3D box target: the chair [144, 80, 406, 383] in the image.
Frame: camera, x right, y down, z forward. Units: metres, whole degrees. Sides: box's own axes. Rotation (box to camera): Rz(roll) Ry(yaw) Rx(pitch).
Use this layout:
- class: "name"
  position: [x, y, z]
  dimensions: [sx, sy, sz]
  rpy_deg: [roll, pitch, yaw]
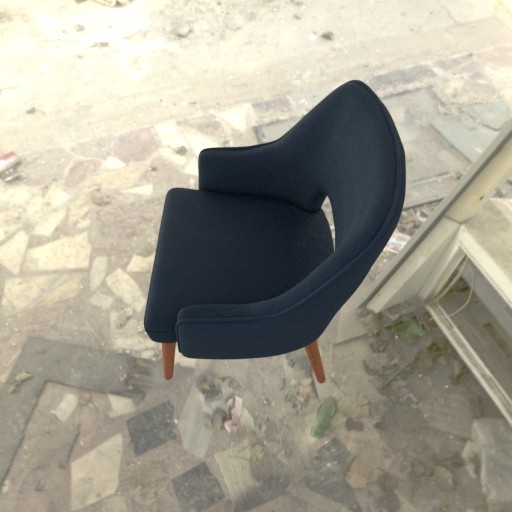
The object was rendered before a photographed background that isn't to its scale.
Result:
- class: "chair"
  position: [0.000, 0.000, 1.212]
  dimensions: [0.591, 0.844, 0.559]
  rpy_deg: [2, 58, 1]
